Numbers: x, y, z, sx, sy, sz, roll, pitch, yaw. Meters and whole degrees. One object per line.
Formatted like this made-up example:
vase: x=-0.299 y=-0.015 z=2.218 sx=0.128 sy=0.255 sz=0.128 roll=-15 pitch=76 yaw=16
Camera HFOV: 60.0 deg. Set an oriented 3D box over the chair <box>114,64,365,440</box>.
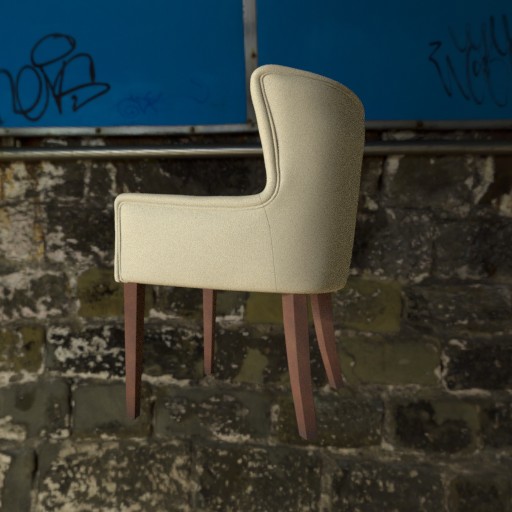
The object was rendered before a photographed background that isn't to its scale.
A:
chair: x=0.000 y=0.000 z=1.444 sx=0.686 sy=0.952 sz=0.660 roll=0 pitch=0 yaw=19
